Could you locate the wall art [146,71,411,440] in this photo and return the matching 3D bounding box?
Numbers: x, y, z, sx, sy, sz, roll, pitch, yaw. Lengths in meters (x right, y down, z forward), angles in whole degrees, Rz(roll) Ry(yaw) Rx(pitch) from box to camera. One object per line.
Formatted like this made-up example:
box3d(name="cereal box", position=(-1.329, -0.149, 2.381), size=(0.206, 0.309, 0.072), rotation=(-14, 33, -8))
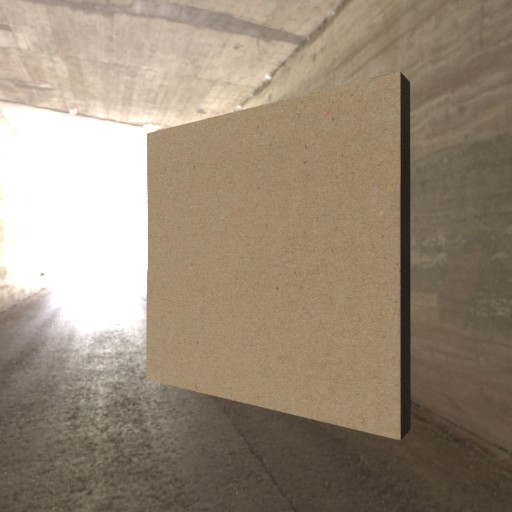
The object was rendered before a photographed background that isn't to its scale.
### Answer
box3d(name="wall art", position=(0.000, 0.000, 0.489), size=(0.327, 0.318, 0.029), rotation=(0, 0, 36))
